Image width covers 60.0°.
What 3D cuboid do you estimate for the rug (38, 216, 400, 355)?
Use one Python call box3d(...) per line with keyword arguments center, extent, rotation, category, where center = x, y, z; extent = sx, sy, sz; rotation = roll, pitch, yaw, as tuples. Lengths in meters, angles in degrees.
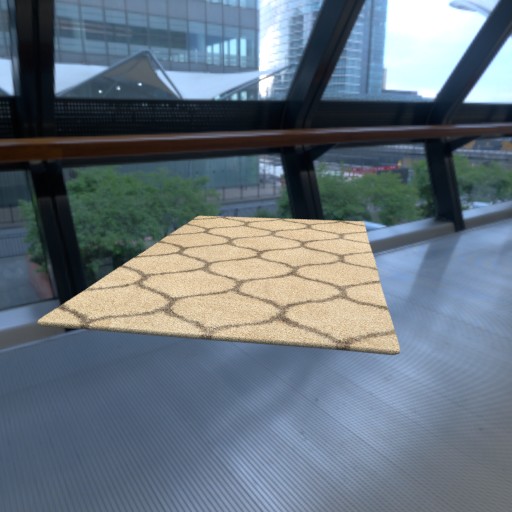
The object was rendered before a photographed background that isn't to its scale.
box3d(center=(0.000, 0.000, 2.871), extent=(1.501, 0.024, 2.348), rotation=(3, 17, 10), category="rug")
